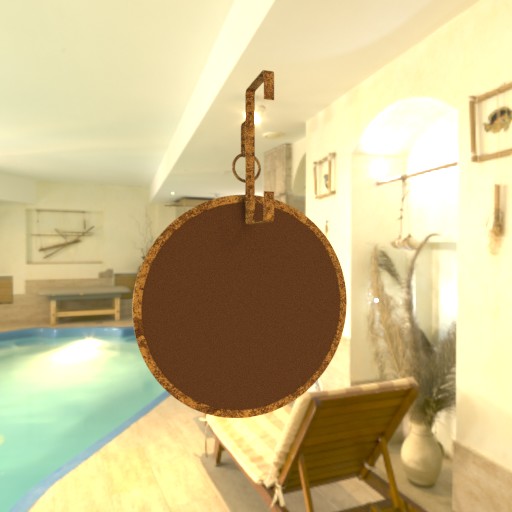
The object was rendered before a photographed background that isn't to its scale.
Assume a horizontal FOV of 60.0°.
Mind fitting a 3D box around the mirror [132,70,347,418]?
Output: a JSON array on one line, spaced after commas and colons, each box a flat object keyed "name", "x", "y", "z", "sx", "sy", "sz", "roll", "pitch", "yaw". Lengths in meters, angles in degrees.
[{"name": "mirror", "x": 0.000, "y": 0.000, "z": 0.842, "sx": 0.447, "sy": 0.651, "sz": 0.144, "roll": 0, "pitch": 1, "yaw": -19}]
